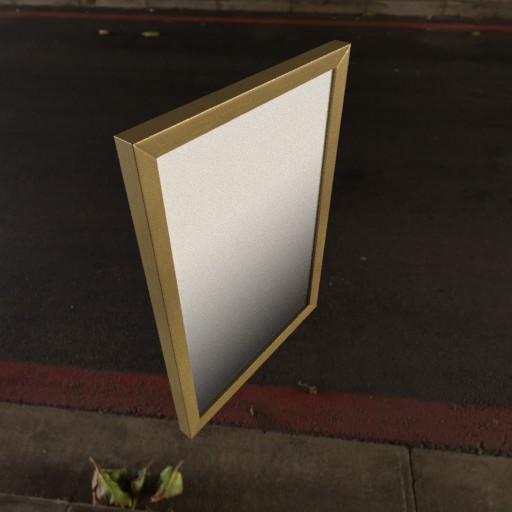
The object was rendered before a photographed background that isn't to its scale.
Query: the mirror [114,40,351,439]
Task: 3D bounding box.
[{"bbox_3d":[0.000,0.000,0.905,0.040,0.710,0.507,28,48,28],"label":"mirror"}]
